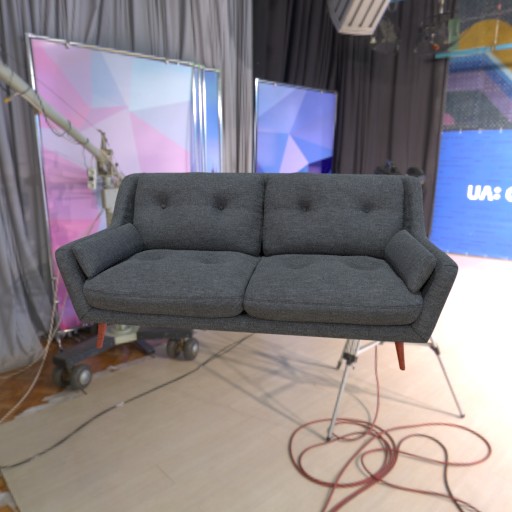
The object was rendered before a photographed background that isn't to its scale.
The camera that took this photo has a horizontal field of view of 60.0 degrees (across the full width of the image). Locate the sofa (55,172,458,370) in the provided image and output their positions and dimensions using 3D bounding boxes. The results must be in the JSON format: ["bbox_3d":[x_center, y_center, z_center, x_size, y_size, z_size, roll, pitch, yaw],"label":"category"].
[{"bbox_3d":[0.000,0.000,2.495,1.929,0.896,0.975,2,14,9],"label":"sofa"}]
